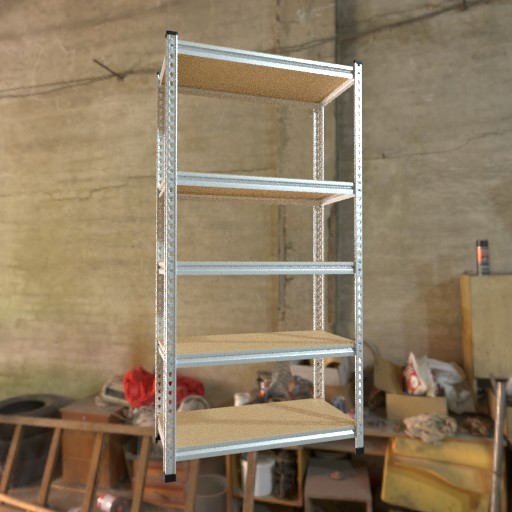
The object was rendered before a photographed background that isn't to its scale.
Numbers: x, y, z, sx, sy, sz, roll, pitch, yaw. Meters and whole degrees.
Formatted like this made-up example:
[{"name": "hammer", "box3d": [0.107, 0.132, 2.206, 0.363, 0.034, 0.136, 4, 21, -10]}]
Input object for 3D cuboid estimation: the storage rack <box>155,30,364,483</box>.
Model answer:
[{"name": "storage rack", "box3d": [0.000, 0.000, 2.144, 0.914, 1.829, 0.457, 0, -1, -18]}]
